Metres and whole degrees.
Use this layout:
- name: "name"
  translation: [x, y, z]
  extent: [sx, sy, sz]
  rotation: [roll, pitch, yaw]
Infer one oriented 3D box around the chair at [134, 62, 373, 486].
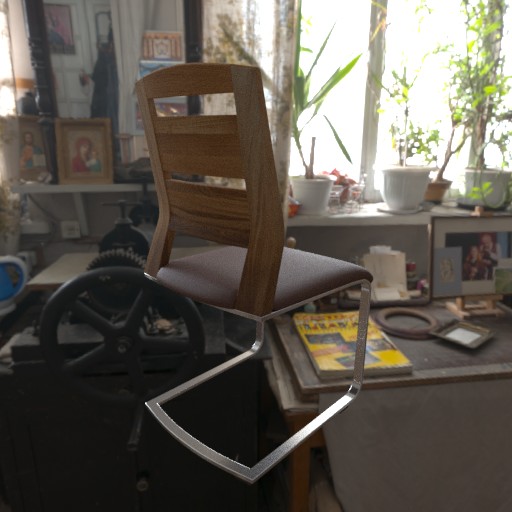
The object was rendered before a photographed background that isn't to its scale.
- name: "chair"
  translation: [0.000, 0.000, 1.266]
  extent: [0.460, 0.970, 0.570]
  rotation: [15, 22, 41]
